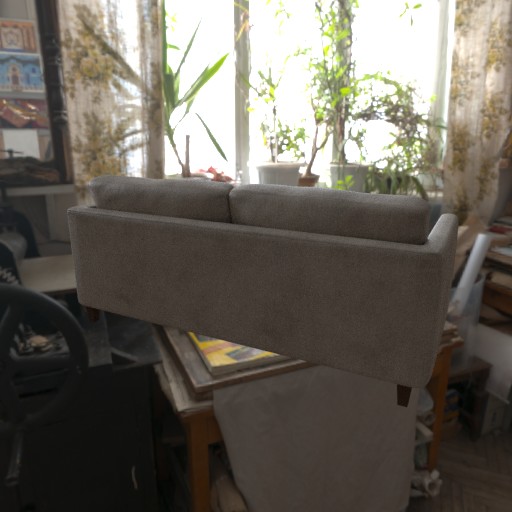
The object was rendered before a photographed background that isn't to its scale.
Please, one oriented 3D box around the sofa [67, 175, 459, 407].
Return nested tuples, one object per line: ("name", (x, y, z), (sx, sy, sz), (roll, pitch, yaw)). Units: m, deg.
("sofa", (0.000, 0.000, 2.739), (2.208, 0.965, 0.951), (8, 18, 26))
